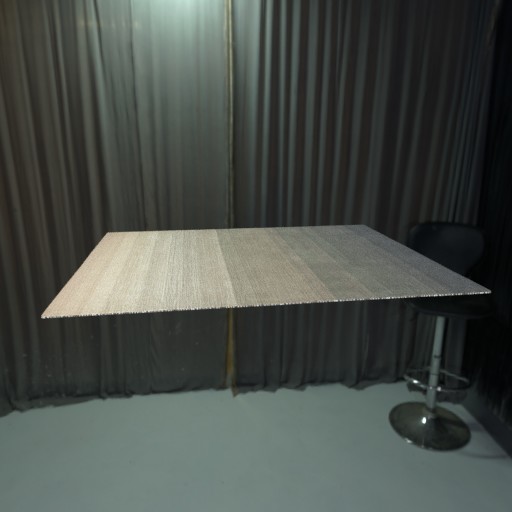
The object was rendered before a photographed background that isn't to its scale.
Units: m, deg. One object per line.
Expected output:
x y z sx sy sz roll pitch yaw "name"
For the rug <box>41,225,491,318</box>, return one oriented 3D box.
0.000 0.000 3.933 2.932 0.015 2.315 -2 16 -8 "rug"
